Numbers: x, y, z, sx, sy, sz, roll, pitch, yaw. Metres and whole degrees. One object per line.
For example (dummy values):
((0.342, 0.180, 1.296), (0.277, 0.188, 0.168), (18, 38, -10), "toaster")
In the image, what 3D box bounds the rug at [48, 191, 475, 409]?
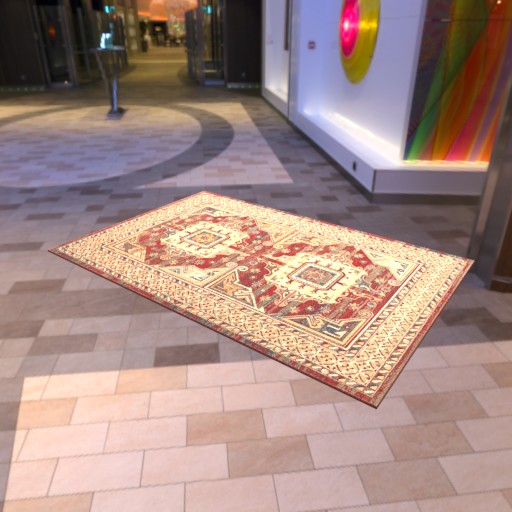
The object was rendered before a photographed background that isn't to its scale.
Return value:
((0.000, 0.000, 5.694), (4.578, 0.033, 3.033), (19, 32, 32), "rug")
